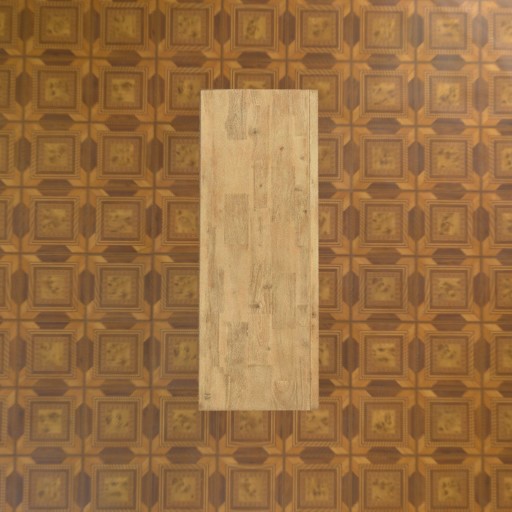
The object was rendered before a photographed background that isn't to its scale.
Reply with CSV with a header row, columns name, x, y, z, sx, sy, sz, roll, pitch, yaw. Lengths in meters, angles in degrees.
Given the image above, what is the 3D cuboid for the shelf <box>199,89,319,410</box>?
name,x,y,z,sx,sy,sz,roll,pitch,yaw
shelf,0.000,0.000,1.767,0.308,1.471,0.748,0,89,-1
